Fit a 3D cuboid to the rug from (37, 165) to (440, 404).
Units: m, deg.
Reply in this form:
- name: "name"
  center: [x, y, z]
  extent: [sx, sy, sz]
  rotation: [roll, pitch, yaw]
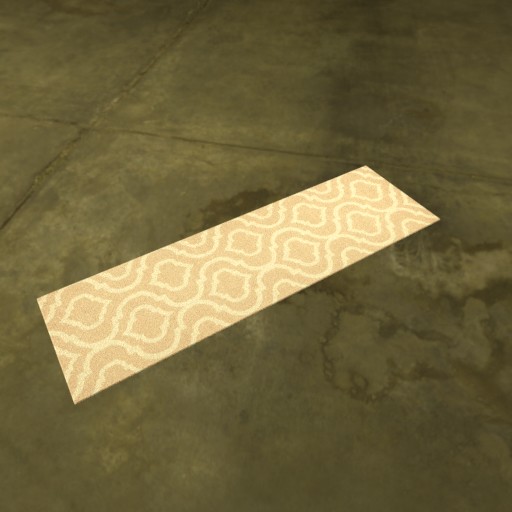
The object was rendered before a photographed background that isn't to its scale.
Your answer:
- name: "rug"
  center: [0.000, 0.000, 2.551]
  extent: [2.289, 0.013, 0.691]
  rotation: [-24, 51, -22]
